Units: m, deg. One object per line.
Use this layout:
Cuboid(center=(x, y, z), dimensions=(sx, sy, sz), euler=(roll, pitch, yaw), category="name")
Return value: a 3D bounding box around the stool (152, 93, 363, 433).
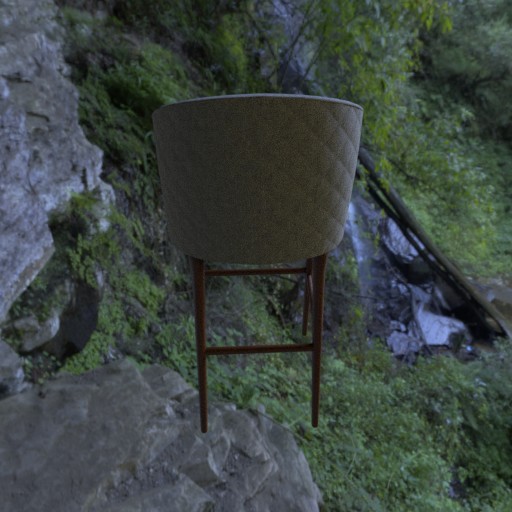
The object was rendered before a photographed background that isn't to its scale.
Cuboid(center=(0.000, 0.000, 1.438), dimensions=(0.559, 1.078, 0.607), euler=(-2, 28, -3), category="stool")
